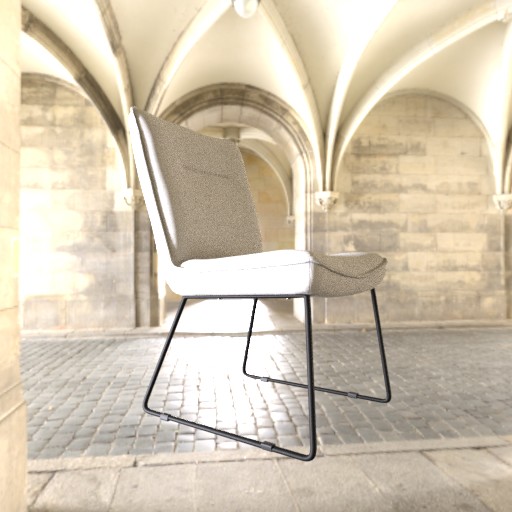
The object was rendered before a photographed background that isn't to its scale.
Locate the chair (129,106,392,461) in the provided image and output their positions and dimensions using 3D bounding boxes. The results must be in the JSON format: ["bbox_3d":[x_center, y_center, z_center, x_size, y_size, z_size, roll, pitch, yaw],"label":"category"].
[{"bbox_3d":[0.000,0.000,1.382,0.688,0.930,0.515,0,-1,36],"label":"chair"}]
